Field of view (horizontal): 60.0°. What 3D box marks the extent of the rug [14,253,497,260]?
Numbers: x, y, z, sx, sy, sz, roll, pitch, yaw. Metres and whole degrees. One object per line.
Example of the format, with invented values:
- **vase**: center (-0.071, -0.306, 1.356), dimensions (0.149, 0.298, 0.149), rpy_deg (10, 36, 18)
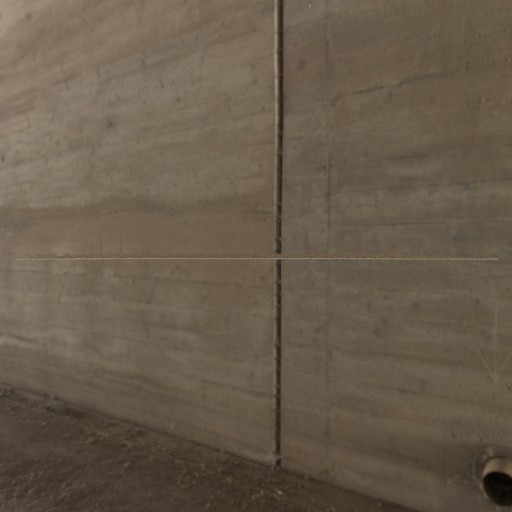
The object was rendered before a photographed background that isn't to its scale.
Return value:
- **rug**: center (0.000, 0.000, 2.976), dimensions (2.435, 0.012, 1.529), rpy_deg (0, 1, 0)
